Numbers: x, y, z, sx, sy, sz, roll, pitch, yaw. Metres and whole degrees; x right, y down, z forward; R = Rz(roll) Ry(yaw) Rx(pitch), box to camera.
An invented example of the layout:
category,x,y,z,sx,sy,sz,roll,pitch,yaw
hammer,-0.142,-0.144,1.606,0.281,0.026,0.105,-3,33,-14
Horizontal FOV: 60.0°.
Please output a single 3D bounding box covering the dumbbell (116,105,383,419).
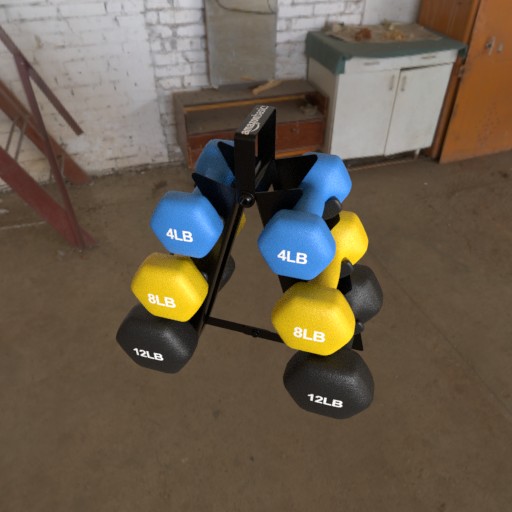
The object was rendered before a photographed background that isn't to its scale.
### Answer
category,x,y,z,sx,sy,sz,roll,pitch,yaw
dumbbell,0.000,0.000,0.664,0.409,0.426,0.255,11,41,13
